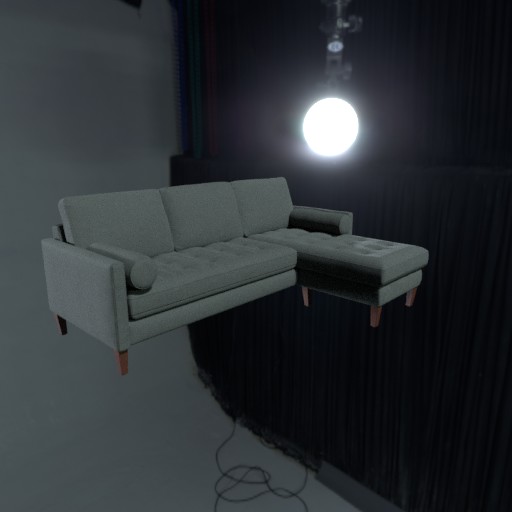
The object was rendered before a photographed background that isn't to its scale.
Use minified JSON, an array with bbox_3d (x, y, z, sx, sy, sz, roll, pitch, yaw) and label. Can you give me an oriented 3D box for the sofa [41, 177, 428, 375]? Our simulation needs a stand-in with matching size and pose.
[{"bbox_3d":[0.000,0.000,2.949,1.506,0.876,2.178,13,20,42],"label":"sofa"}]
